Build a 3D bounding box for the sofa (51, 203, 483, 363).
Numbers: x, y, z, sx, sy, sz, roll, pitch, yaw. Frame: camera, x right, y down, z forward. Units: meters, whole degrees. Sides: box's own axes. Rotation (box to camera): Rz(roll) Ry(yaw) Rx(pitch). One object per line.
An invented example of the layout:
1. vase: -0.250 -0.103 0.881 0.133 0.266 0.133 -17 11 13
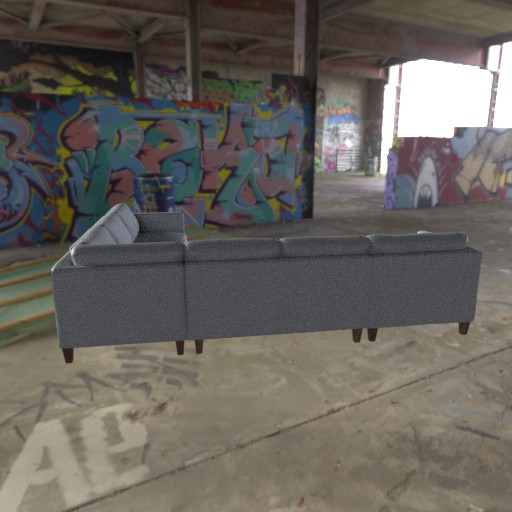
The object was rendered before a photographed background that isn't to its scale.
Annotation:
1. sofa: 0.000 0.000 4.469 3.238 0.853 2.551 -2 14 -9
